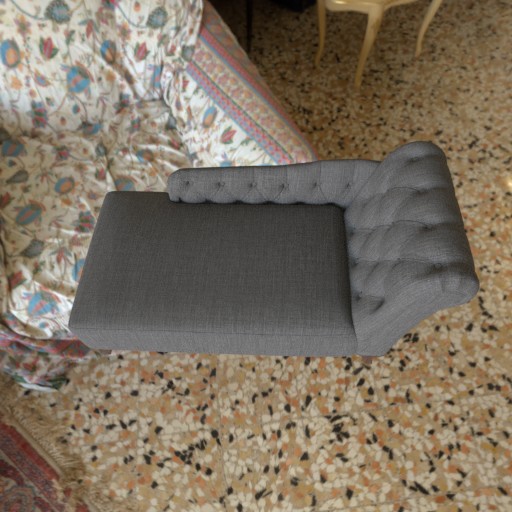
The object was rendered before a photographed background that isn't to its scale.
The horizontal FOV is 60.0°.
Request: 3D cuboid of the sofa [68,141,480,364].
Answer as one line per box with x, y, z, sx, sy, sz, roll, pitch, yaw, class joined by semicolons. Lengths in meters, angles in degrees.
0.000;0.000;1.779;1.379;0.787;0.675;2;57;1;sofa
